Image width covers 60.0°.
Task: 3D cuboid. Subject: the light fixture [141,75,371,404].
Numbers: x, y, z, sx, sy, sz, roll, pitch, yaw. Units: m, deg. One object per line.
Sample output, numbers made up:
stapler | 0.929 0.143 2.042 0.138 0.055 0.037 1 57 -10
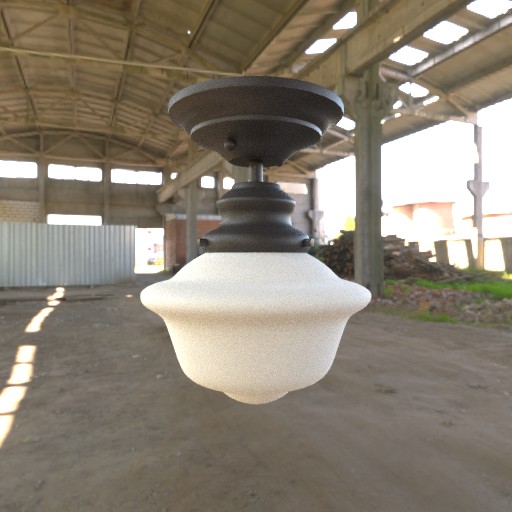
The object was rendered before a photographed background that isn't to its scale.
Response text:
light fixture | 0.000 0.000 0.388 0.197 0.254 0.197 0 0 0
